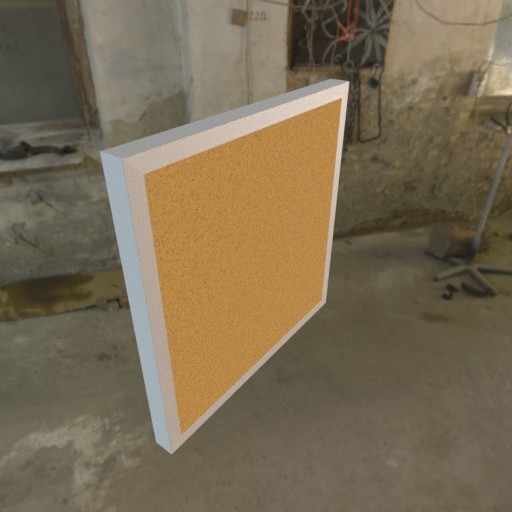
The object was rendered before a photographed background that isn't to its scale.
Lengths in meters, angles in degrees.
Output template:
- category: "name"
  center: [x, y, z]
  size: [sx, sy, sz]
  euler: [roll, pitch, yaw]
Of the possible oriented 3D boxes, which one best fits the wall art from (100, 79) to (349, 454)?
- category: "wall art"
  center: [0.000, 0.000, 1.975]
  size: [0.098, 1.291, 1.289]
  euler: [22, 38, 31]
